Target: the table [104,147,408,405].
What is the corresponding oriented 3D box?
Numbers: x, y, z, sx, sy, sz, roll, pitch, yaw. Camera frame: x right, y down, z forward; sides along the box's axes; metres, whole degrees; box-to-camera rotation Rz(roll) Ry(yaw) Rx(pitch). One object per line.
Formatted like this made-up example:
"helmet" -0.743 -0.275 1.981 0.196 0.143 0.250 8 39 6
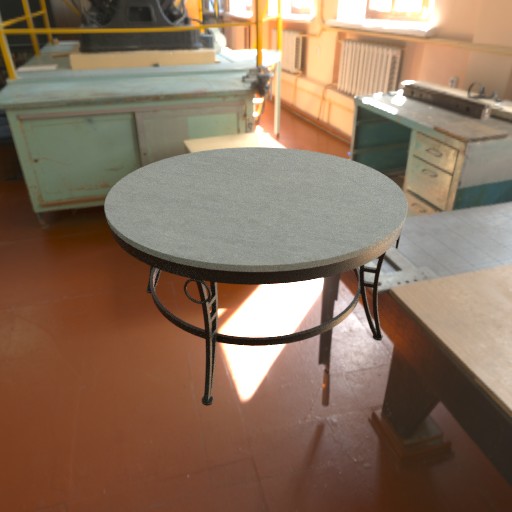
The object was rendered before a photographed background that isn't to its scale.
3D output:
"table" 0.000 0.000 1.472 0.889 0.470 0.889 0 30 0
